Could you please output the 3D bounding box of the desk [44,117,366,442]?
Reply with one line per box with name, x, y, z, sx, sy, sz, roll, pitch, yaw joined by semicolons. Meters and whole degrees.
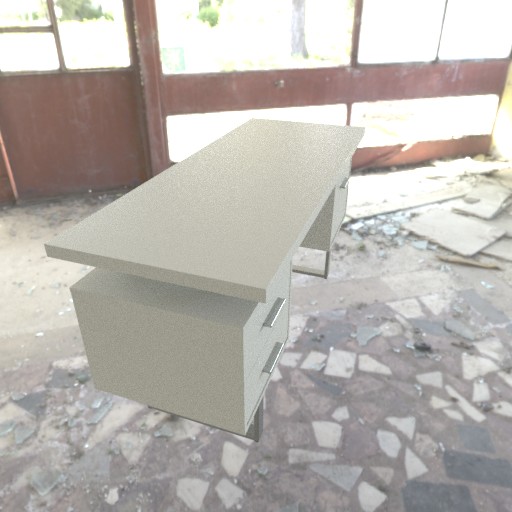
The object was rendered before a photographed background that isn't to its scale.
desk;0.000;0.000;1.861;0.603;0.773;1.530;10;31;17
